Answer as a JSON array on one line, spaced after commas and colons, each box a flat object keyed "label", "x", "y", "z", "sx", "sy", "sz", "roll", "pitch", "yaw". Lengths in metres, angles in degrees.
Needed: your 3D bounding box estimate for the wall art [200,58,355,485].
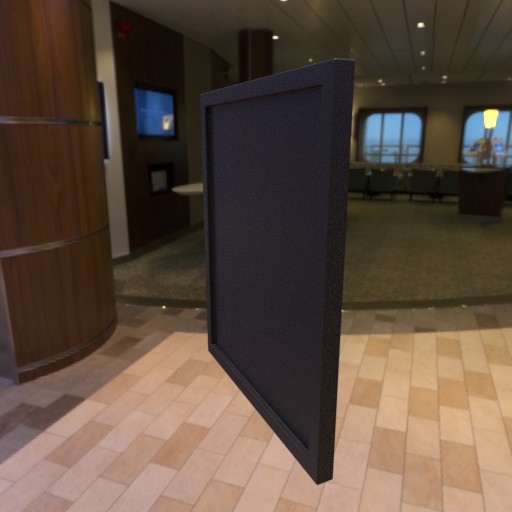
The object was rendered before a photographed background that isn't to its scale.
[{"label": "wall art", "x": 0.000, "y": 0.000, "z": 0.759, "sx": 0.028, "sy": 0.559, "sz": 0.457, "roll": -7, "pitch": 16, "yaw": -25}]
